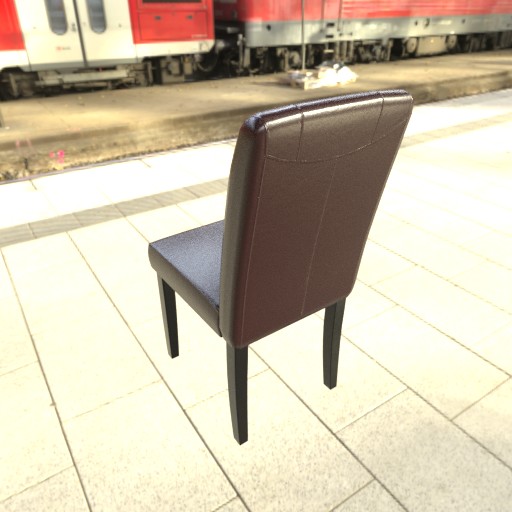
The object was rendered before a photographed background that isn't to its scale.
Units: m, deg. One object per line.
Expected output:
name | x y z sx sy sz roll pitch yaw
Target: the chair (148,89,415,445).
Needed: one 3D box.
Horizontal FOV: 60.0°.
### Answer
chair | 0.000 0.000 1.189 0.399 0.897 0.556 -20 36 -30
